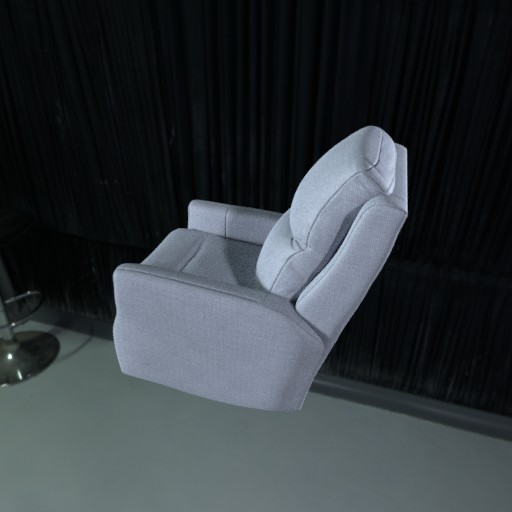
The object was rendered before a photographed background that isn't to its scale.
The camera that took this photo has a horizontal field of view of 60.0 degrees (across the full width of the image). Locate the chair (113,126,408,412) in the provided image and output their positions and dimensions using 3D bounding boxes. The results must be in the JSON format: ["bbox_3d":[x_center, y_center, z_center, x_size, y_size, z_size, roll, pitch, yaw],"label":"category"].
[{"bbox_3d":[0.000,0.000,1.841,1.080,1.030,0.829,8,30,14],"label":"chair"}]
